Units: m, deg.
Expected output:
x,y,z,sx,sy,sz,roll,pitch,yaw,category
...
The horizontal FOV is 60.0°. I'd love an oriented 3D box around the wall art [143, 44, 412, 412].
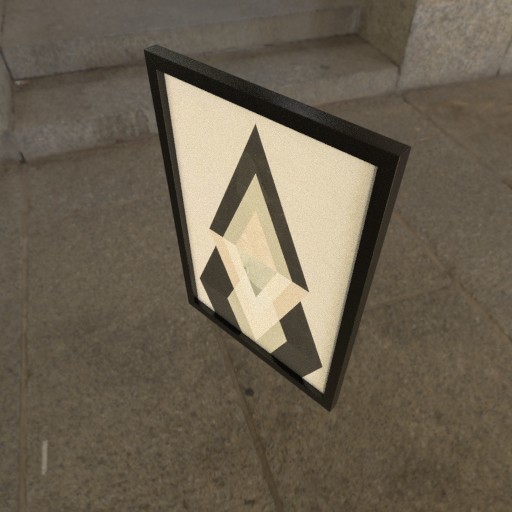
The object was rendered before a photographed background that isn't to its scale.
x,y,z,sx,sy,sz,roll,pitch,yaw,category
0.000,0.000,0.585,0.314,0.455,0.019,32,54,27,wall art
